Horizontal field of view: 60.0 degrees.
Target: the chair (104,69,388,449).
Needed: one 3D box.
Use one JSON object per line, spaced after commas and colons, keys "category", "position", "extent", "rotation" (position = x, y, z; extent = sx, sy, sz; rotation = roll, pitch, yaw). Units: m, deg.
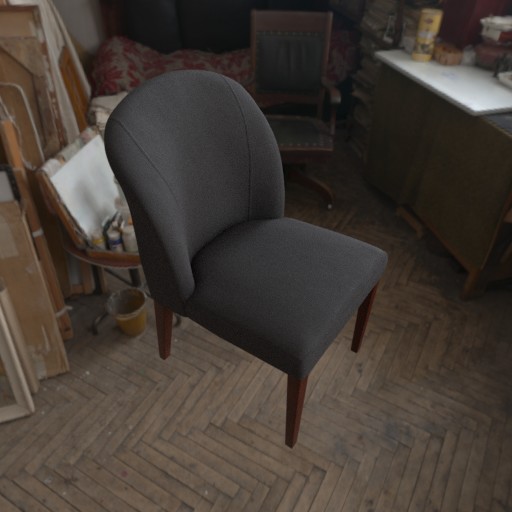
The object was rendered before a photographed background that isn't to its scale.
{"category": "chair", "position": [0.000, 0.000, 1.258], "extent": [0.619, 0.879, 0.506], "rotation": [25, 47, 26]}
